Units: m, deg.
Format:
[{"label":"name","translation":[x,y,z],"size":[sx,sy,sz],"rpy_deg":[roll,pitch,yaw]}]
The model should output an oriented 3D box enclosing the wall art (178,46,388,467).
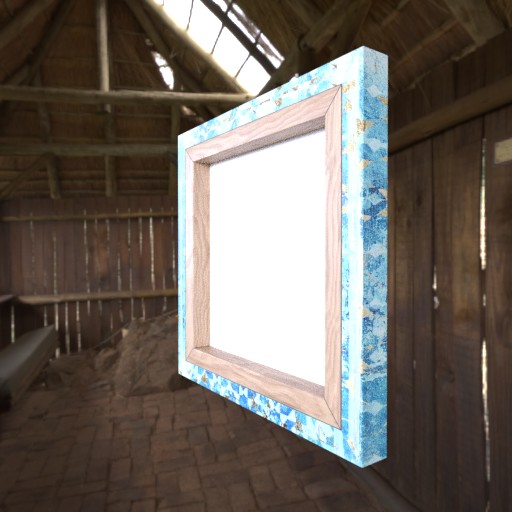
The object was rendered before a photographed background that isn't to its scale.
[{"label":"wall art","translation":[0.000,0.000,0.600],"size":[0.037,0.405,0.405],"rpy_deg":[0,1,-35]}]
